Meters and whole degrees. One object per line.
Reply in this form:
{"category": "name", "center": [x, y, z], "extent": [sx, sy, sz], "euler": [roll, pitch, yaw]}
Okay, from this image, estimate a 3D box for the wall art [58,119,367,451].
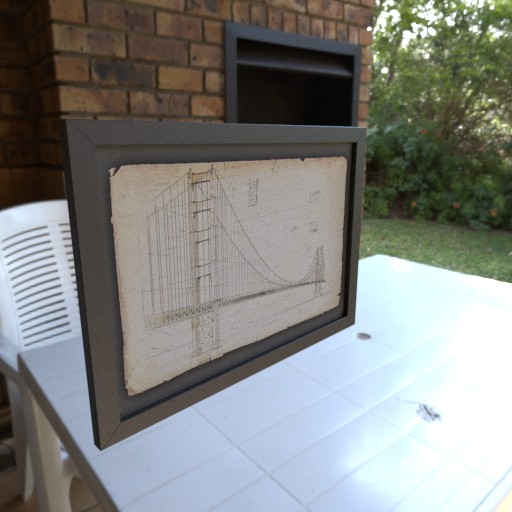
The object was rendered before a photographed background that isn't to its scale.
{"category": "wall art", "center": [0.000, 0.000, 0.538], "extent": [0.432, 0.306, 0.016], "euler": [-14, 20, -42]}
